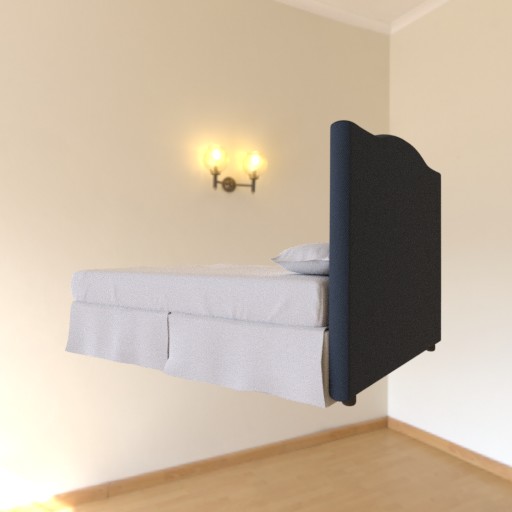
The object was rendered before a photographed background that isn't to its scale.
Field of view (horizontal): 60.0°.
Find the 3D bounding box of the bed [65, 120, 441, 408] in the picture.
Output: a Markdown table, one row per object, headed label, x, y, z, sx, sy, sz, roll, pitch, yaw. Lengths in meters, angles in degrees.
| label | x | y | z | sx | sy | sz | roll | pitch | yaw |
| --- | --- | --- | --- | --- | --- | --- | --- | --- | --- |
| bed | 0.000 | 0.000 | 3.380 | 2.282 | 1.436 | 1.821 | 0 | 0 | 36 |
